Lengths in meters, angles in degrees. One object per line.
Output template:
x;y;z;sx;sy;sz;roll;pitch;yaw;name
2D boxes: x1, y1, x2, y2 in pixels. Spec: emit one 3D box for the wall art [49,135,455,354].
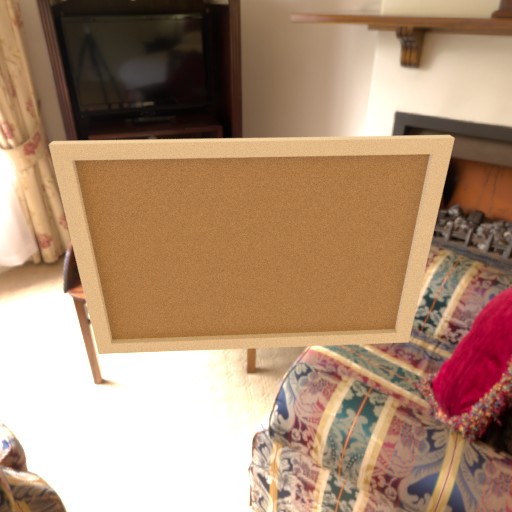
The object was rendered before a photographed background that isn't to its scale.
0.000;0.000;1.454;1.144;0.767;0.038;-2;30;-3;wall art
